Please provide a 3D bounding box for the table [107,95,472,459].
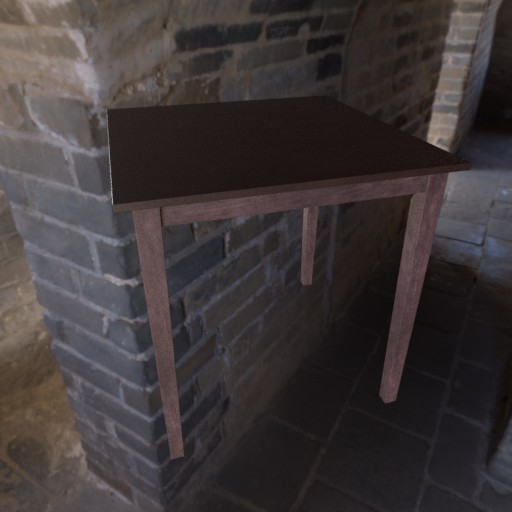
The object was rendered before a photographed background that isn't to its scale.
[{"bbox_3d":[0.000,0.000,1.369,0.749,0.770,0.749,-9,32,-14],"label":"table"}]
